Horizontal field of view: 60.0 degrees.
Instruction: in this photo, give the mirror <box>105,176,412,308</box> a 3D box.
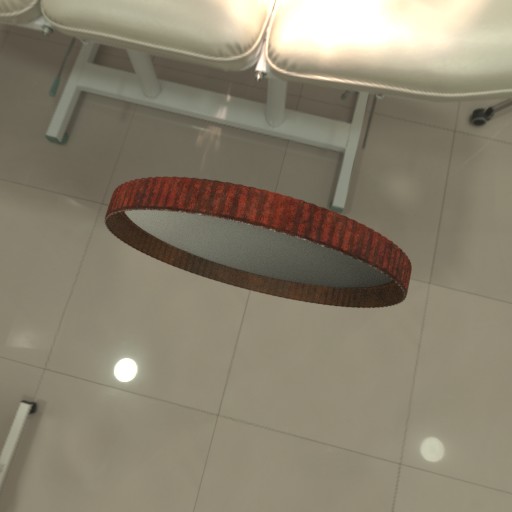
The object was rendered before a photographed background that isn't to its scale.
[{"bbox_3d":[0.000,0.000,0.919,0.609,0.609,0.056,14,77,3],"label":"mirror"}]
